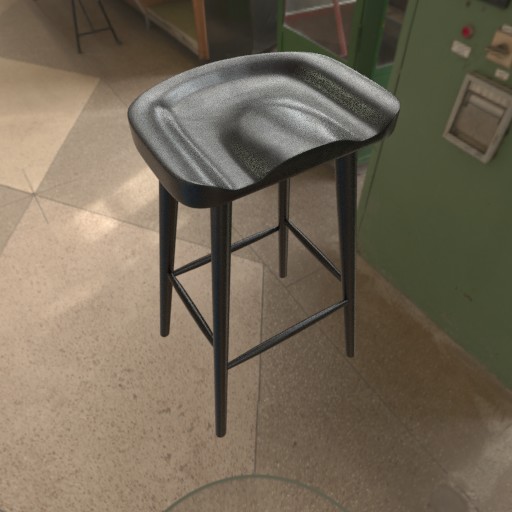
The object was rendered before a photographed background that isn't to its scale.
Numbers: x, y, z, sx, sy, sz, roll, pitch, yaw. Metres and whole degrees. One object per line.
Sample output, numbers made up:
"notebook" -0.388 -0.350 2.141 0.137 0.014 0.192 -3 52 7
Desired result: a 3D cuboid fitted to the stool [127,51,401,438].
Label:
"stool" 0.000 0.000 0.985 0.440 0.749 0.361 -25 53 -21
